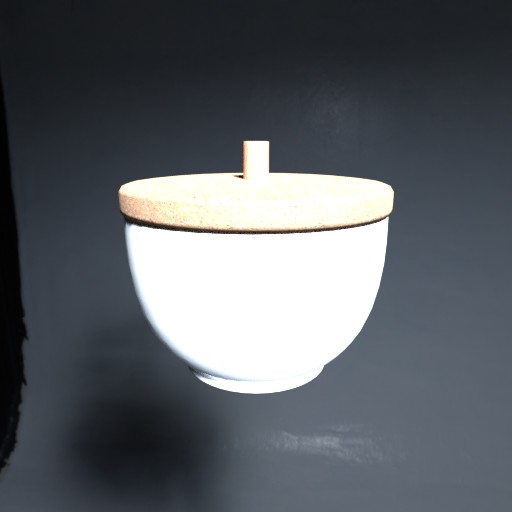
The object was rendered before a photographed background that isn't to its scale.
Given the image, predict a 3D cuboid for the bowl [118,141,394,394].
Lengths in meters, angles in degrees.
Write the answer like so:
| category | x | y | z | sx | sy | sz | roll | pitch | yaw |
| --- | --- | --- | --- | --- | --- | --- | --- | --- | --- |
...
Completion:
| category | x | y | z | sx | sy | sz | roll | pitch | yaw |
| --- | --- | --- | --- | --- | --- | --- | --- | --- | --- |
| bowl | 0.000 | 0.000 | 0.220 | 0.126 | 0.110 | 0.126 | 0 | 14 | 0 |
